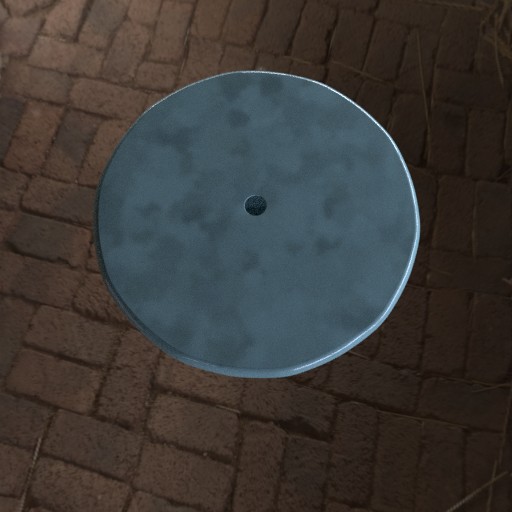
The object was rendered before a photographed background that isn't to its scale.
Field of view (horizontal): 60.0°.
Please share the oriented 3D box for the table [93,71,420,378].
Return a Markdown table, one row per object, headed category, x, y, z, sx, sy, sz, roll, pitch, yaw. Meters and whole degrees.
| category | x | y | z | sx | sy | sz | roll | pitch | yaw |
| --- | --- | --- | --- | --- | --- | --- | --- | --- | --- |
| table | 0.000 | 0.000 | 0.651 | 0.352 | 0.387 | 0.352 | 0 | 74 | 0 |
